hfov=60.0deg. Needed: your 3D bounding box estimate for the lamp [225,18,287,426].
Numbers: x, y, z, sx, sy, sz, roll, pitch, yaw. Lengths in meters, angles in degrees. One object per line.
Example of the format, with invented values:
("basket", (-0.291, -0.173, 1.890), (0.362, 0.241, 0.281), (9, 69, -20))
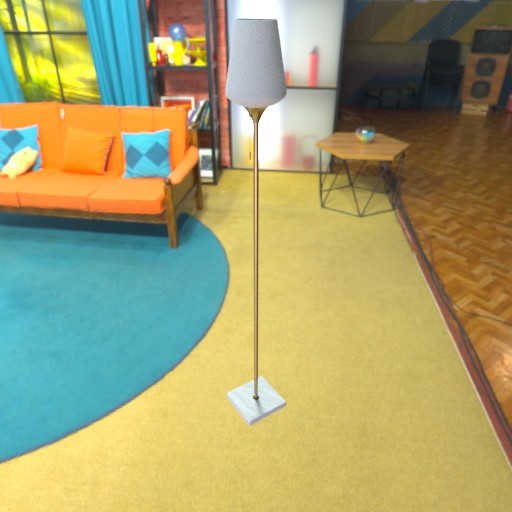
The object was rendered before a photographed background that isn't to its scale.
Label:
("lamp", (0.000, 0.000, 1.923), (0.232, 1.813, 0.229), (-19, 35, -29))
